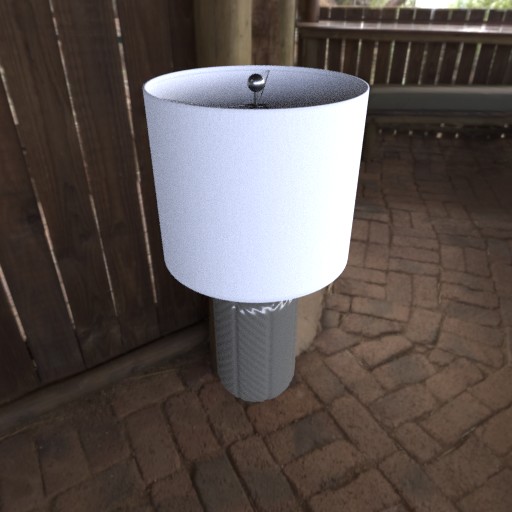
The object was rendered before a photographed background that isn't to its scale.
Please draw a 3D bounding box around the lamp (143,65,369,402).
[{"bbox_3d":[0.000,0.000,0.504,0.203,0.389,0.203,23,38,32],"label":"lamp"}]
